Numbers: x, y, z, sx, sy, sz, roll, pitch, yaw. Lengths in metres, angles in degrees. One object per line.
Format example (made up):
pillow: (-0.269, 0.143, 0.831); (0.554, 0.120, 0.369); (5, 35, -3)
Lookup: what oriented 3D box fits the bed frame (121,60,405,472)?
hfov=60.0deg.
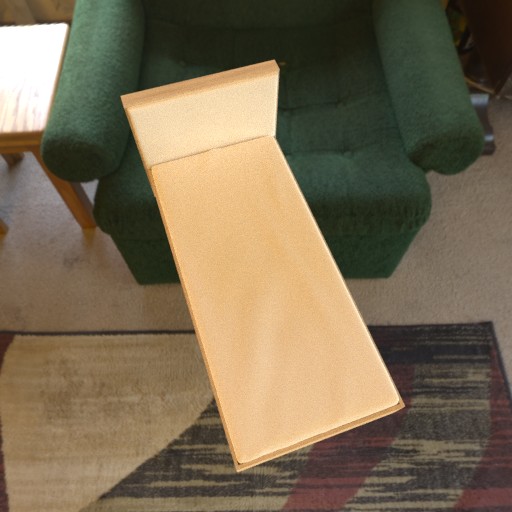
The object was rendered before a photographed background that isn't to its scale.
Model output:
bed frame: (0.000, 0.000, 2.685); (0.990, 0.920, 2.140); (-17, 63, -9)
